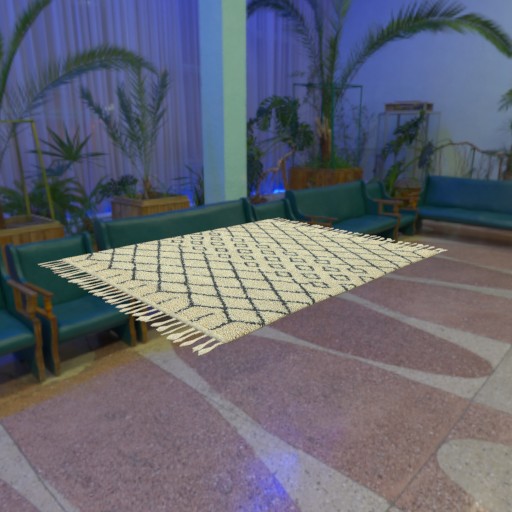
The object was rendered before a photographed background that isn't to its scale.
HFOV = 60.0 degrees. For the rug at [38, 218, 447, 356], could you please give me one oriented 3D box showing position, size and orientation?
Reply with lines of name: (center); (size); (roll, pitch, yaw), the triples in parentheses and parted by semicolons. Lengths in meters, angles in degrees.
rug: (0.000, 0.000, 4.282); (3.213, 0.030, 2.388); (-15, 22, -42)
